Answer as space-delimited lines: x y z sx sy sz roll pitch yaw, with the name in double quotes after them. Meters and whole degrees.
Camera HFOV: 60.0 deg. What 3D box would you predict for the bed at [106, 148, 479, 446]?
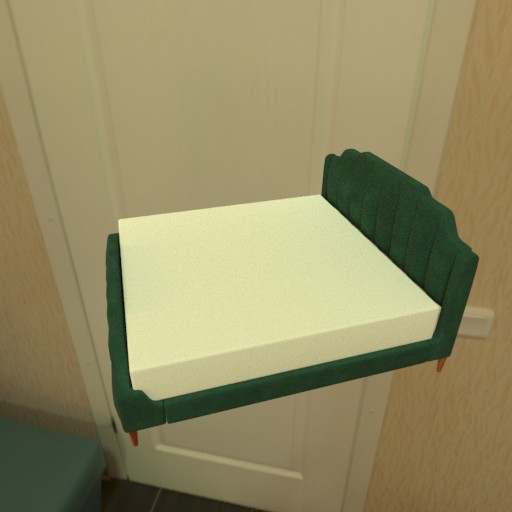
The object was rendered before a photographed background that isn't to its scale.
0.000 0.000 3.542 2.340 1.245 2.074 -9 32 -14 "bed"
